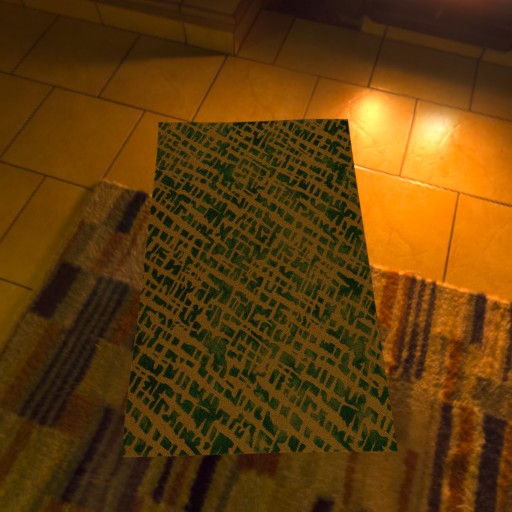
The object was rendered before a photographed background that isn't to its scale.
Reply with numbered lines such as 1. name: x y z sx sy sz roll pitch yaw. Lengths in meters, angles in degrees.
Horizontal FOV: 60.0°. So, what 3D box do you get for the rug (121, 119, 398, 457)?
1. rug: 0.000 0.000 2.991 1.520 0.011 2.447 -1 63 0
